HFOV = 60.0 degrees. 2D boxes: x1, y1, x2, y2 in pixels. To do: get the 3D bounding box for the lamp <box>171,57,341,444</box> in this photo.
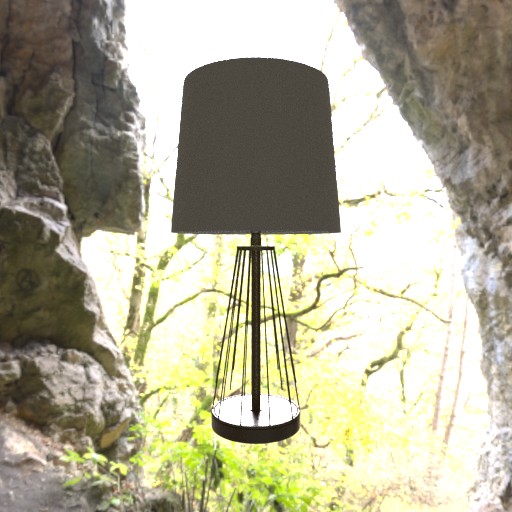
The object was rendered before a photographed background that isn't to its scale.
[{"bbox_3d":[0.000,0.000,0.803,0.303,0.618,0.303,0,2,0],"label":"lamp"}]
